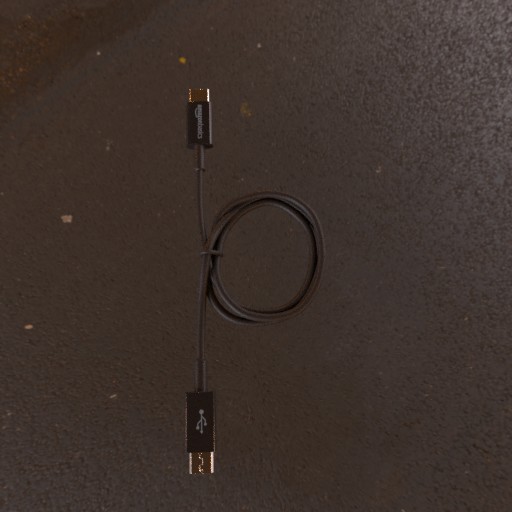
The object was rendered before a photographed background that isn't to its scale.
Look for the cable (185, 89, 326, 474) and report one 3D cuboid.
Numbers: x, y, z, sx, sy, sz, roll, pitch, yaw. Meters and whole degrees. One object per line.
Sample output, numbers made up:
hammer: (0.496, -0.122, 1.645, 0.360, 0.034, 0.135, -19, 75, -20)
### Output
cable: (0.000, 0.000, 0.215, 0.070, 0.014, 0.192, -2, 75, -1)
